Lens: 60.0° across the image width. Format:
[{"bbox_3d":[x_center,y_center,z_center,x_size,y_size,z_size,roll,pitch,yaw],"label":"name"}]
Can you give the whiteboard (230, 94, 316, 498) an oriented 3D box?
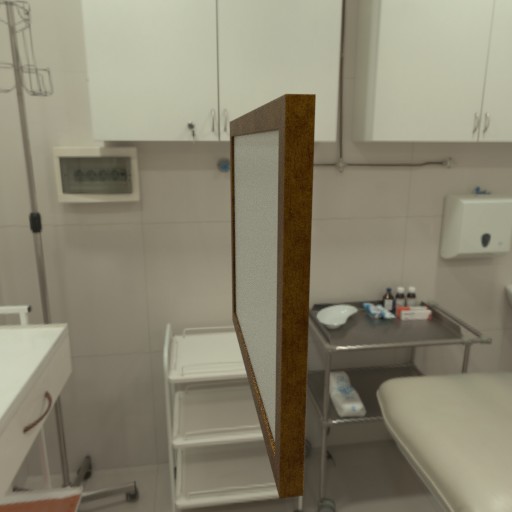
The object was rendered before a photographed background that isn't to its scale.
[{"bbox_3d":[0.000,0.000,0.745,0.029,0.457,0.561,-2,14,-8],"label":"whiteboard"}]
